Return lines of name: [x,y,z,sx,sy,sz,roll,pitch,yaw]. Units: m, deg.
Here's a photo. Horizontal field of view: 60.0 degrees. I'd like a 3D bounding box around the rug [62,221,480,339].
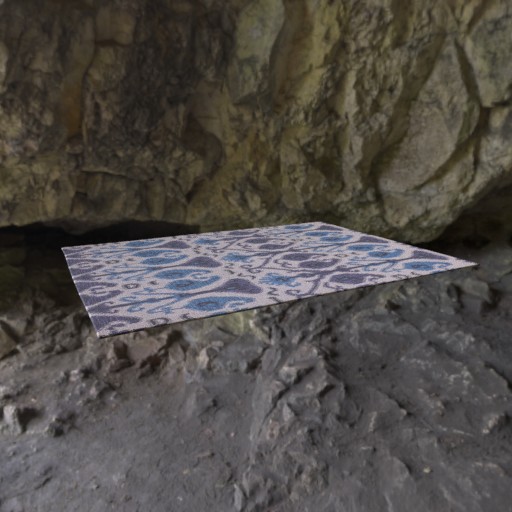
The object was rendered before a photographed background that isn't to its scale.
rug: [0.000,0.000,2.939,2.261,0.013,1.676,-8,16,-27]
